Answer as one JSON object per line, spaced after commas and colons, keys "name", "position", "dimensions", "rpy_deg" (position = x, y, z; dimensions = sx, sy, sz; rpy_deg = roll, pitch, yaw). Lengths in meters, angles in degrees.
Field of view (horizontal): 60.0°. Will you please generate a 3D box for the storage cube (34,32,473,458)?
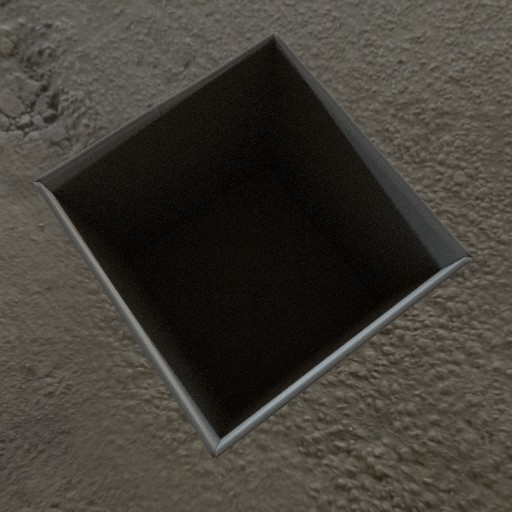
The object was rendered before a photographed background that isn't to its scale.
{"name": "storage cube", "position": [0.000, 0.000, 0.495], "dimensions": [0.270, 0.280, 0.270], "rpy_deg": [-35, 78, -8]}
